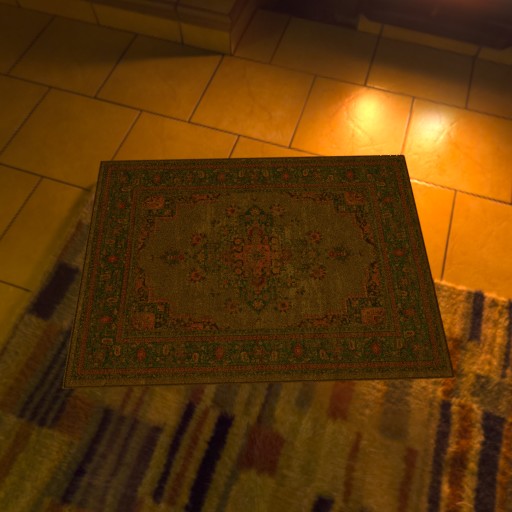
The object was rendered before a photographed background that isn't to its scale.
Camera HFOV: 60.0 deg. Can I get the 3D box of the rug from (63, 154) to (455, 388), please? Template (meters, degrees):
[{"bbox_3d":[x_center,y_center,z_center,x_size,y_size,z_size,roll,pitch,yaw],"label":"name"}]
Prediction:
[{"bbox_3d":[0.000,0.000,2.859,2.214,0.013,1.609,-1,63,-1],"label":"rug"}]
